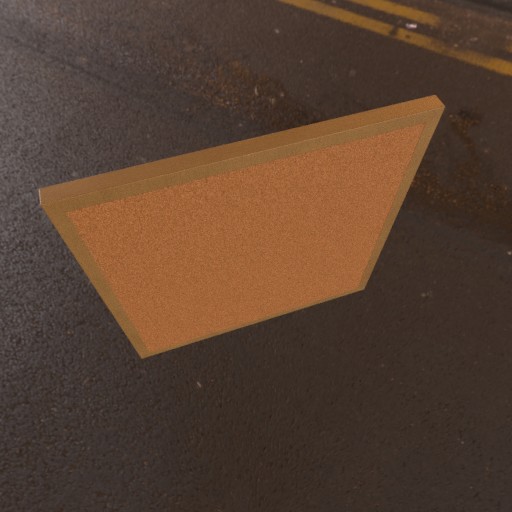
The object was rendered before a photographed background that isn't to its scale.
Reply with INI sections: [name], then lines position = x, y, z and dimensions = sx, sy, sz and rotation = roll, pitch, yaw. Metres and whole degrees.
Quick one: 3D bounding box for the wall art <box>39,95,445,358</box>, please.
[wall art]
position = 0.000, 0.000, 1.127
dimensions = 0.763, 0.763, 0.037
rotation = -16, 59, -10
